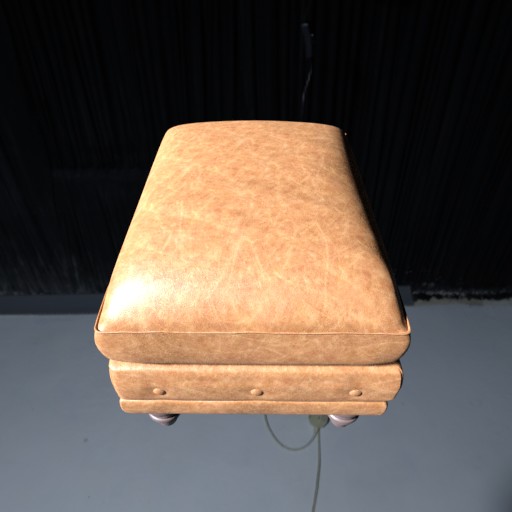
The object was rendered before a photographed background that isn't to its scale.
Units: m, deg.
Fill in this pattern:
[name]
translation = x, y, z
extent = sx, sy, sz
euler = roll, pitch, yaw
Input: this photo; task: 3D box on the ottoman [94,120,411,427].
[ottoman]
translation = 0.000, 0.000, 1.052
extent = 0.533, 0.480, 0.710
euler = 0, 41, 0
